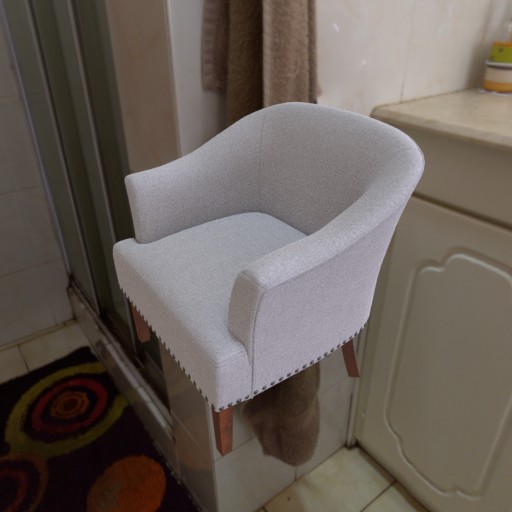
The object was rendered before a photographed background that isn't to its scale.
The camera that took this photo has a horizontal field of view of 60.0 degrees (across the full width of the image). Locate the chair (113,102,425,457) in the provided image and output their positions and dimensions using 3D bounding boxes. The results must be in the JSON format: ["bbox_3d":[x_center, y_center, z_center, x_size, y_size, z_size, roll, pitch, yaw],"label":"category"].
[{"bbox_3d":[0.000,0.000,1.400,0.704,0.815,0.798,-19,35,-30],"label":"chair"}]
